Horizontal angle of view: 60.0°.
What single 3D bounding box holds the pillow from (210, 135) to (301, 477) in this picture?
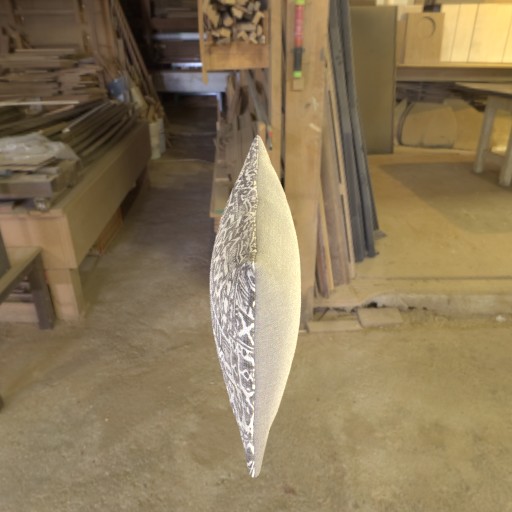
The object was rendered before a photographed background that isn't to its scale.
[{"bbox_3d":[0.000,0.000,0.753,0.148,0.290,0.631,0,26,0],"label":"pillow"}]
